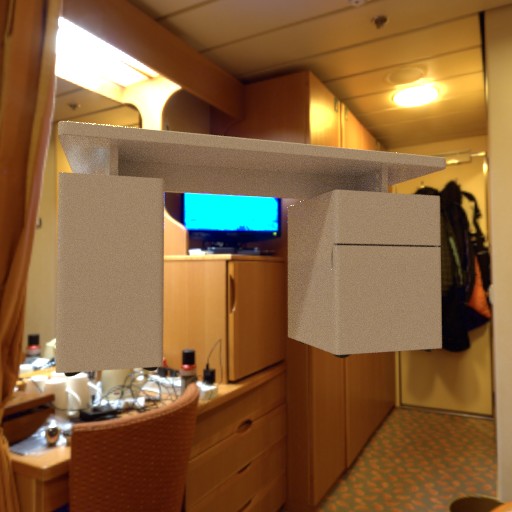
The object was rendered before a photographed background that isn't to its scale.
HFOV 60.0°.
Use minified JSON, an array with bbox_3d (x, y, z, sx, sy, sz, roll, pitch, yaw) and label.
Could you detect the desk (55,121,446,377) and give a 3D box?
[{"bbox_3d":[0.000,0.000,1.758,1.400,0.762,0.550,1,-2,-18],"label":"desk"}]
